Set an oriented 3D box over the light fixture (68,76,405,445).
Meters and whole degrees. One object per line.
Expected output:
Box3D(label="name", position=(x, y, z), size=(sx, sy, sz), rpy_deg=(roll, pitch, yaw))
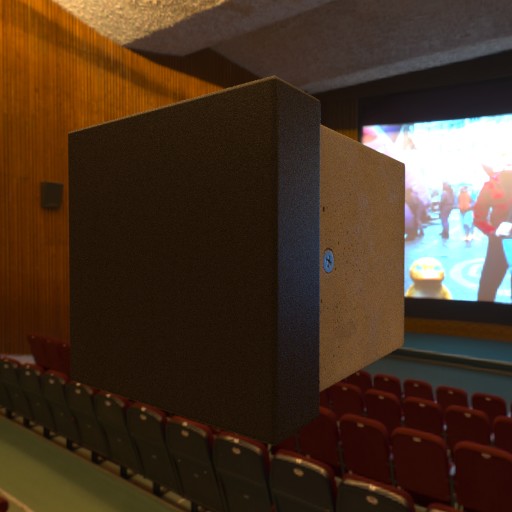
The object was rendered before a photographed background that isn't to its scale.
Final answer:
Box3D(label="light fixture", position=(0.000, 0.000, 0.236), size=(0.121, 0.121, 0.143), rpy_deg=(1, 2, 36))
